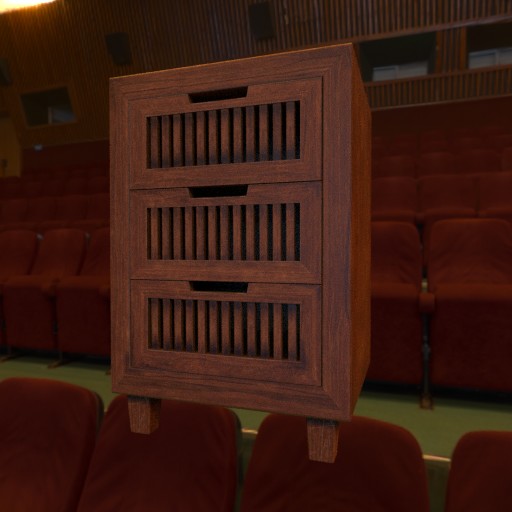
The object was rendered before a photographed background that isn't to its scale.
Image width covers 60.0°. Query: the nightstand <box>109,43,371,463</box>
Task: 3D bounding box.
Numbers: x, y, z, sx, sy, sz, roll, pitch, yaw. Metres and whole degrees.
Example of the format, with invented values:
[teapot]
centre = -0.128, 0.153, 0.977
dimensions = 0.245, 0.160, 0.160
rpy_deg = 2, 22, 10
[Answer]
[nightstand]
centre = 0.000, 0.000, 0.984
dimensions = 0.465, 0.695, 0.410
rpy_deg = 0, 1, 19
